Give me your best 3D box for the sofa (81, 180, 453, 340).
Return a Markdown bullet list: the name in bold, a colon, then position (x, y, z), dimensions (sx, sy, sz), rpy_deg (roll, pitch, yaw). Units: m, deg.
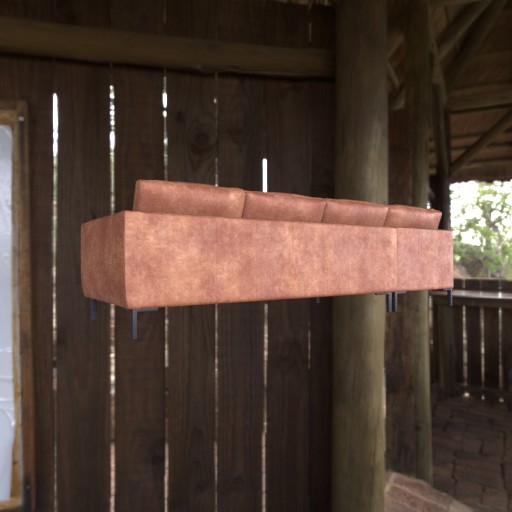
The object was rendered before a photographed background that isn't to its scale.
- **sofa**: position (0.000, 0.000, 3.855), dimensions (2.984, 0.877, 1.938), rpy_deg (0, 0, -35)
